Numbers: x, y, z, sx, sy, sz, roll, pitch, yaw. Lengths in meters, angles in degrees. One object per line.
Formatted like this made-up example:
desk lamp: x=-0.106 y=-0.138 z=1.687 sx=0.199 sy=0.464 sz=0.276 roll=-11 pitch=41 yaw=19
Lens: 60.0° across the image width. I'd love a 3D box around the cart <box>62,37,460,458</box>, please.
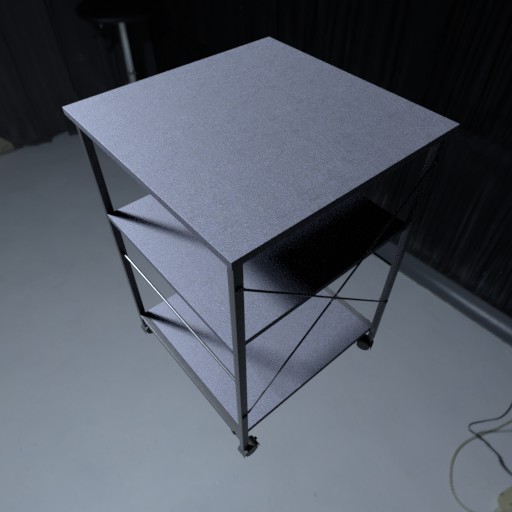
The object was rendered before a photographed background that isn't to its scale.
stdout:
cart: x=0.000 y=0.000 z=1.096 sx=0.521 sy=0.762 sz=0.520 roll=-32 pitch=55 yaw=-26
